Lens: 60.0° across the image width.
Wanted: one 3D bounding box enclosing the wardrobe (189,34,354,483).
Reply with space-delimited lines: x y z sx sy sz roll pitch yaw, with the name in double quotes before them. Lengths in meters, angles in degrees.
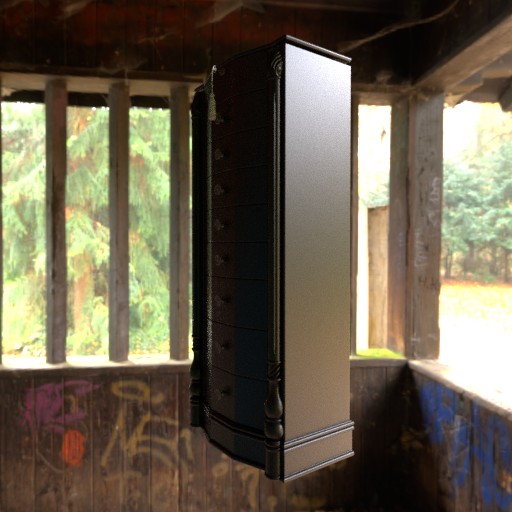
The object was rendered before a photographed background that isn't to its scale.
"wardrobe" 0.000 0.000 1.212 0.295 1.011 0.444 -1 1 -36
